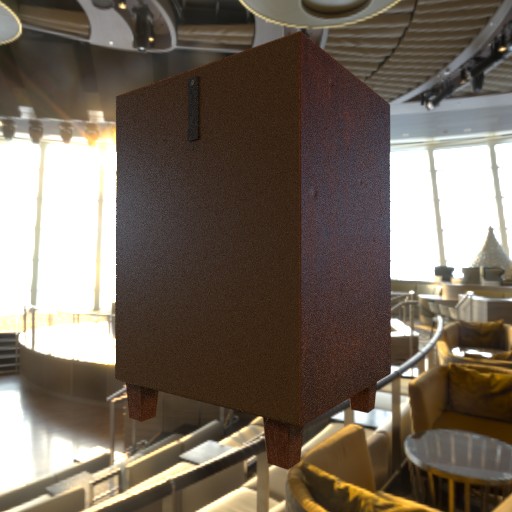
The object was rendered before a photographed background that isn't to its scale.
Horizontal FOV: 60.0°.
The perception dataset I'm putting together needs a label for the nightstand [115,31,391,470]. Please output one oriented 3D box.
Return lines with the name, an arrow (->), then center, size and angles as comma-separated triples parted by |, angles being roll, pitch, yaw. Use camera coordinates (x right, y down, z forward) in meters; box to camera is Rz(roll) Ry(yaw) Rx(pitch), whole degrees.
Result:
nightstand -> 0.000, 0.000, 0.984 | 0.465, 0.695, 0.410 | -1, -1, 36
